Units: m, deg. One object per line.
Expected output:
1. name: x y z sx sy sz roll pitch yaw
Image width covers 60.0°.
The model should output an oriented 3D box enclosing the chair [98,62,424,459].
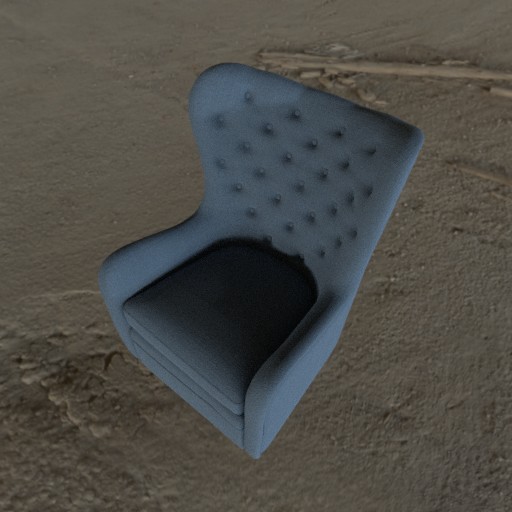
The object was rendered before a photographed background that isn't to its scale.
1. chair: 0.000 0.000 1.692 0.831 1.079 0.930 31 54 25
